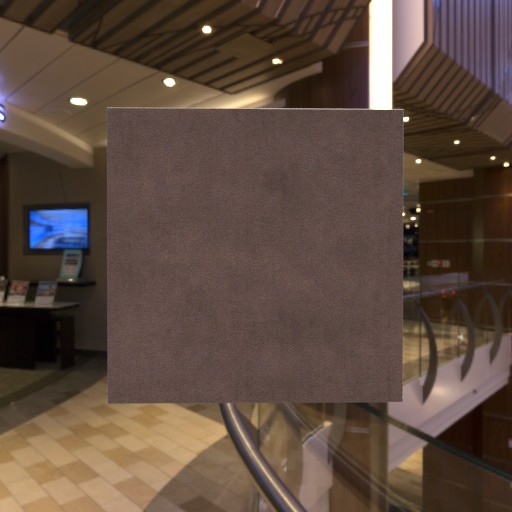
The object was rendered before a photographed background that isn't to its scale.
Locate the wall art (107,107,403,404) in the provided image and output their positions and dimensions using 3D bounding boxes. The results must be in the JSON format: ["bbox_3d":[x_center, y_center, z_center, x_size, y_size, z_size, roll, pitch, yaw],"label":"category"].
[{"bbox_3d":[0.000,0.000,1.005,0.664,0.661,0.020,0,0,-1],"label":"wall art"}]
